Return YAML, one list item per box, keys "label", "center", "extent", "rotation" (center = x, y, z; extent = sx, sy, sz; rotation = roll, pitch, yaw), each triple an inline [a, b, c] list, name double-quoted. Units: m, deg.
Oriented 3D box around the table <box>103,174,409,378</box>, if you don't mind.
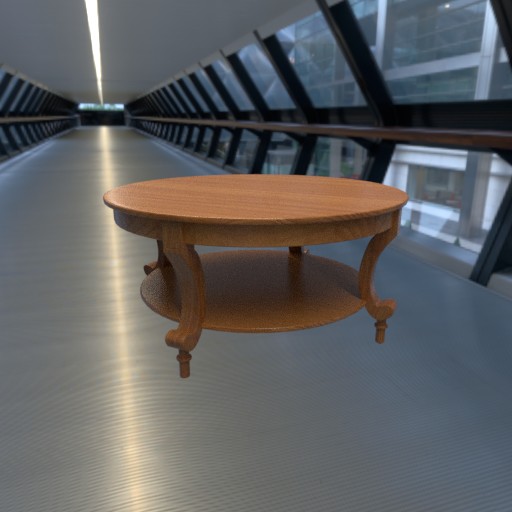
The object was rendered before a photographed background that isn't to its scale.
- label: "table"
  center: [0.000, 0.000, 1.633]
  extent: [1.029, 0.490, 1.029]
  rotation: [0, 16, 0]
